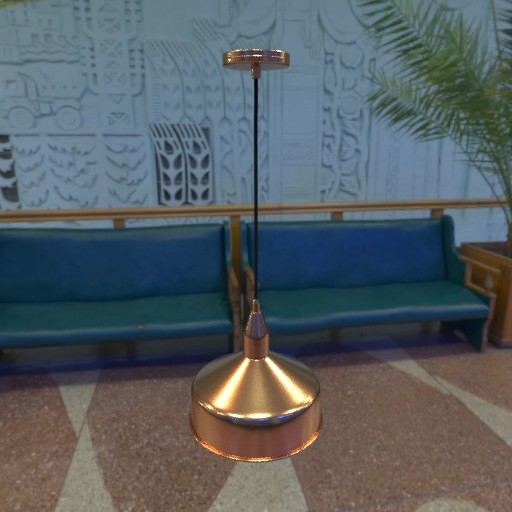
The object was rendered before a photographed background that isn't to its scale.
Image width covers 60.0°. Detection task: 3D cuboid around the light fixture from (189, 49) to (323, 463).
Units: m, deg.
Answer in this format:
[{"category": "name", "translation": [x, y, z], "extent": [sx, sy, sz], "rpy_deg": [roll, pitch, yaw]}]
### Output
[{"category": "light fixture", "translation": [0.000, 0.000, 0.903], "extent": [0.301, 0.754, 0.301], "rpy_deg": [-2, 16, -7]}]
